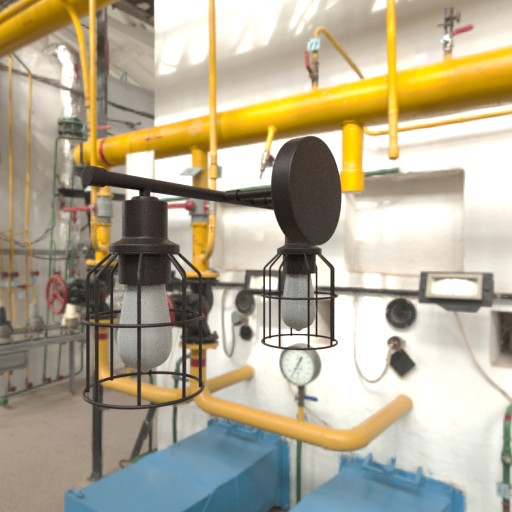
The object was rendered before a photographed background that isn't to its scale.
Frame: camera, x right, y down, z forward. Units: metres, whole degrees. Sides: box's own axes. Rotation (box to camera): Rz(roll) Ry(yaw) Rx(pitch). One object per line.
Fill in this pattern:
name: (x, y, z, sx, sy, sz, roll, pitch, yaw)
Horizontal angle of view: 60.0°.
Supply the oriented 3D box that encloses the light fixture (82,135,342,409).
light fixture: (0.000, 0.000, 0.521, 0.165, 0.254, 0.406, 0, 0, 37)
